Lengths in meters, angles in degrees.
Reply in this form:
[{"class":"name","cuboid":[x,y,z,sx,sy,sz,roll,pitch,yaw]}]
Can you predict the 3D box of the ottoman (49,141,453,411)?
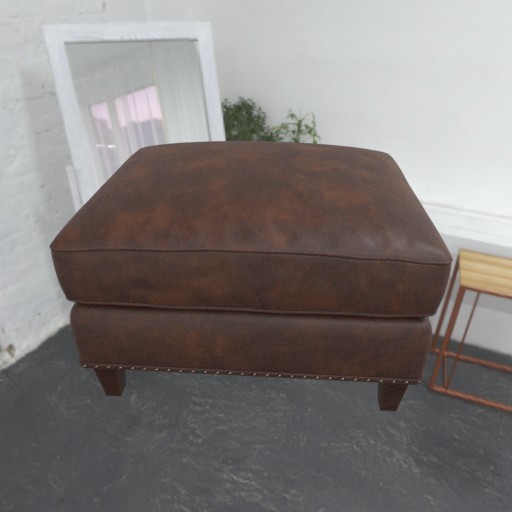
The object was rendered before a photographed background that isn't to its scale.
[{"class":"ottoman","cuboid":[0.000,0.000,1.115,0.742,0.486,0.586,2,31,3]}]
